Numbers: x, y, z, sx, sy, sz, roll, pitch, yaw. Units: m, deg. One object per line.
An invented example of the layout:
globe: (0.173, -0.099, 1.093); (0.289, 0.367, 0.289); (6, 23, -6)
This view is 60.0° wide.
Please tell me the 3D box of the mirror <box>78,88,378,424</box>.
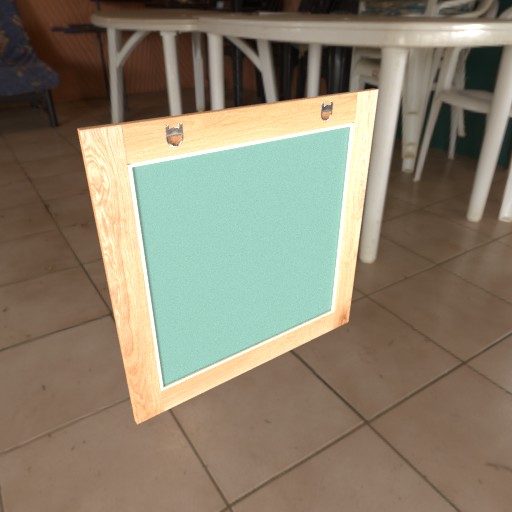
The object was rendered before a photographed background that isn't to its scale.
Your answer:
mirror: (0.000, 0.000, 1.220); (0.800, 0.800, 0.020); (-19, 35, -29)
